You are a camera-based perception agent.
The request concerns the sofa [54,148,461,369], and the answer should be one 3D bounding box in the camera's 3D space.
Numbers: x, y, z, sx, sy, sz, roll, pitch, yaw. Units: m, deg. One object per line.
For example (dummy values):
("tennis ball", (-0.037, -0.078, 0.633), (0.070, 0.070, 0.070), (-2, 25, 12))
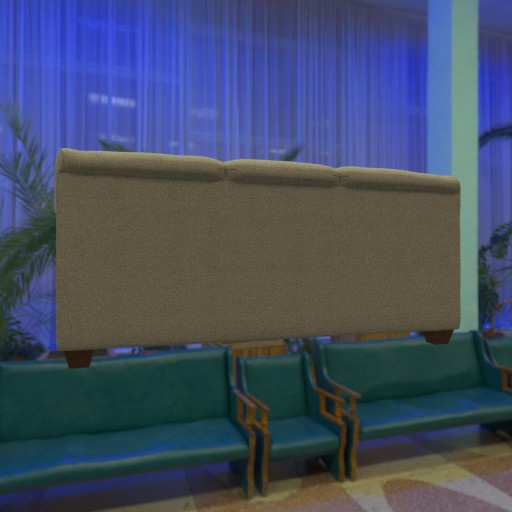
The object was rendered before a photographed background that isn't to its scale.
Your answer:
("sofa", (0.000, 0.000, 2.553), (2.024, 0.958, 0.997), (0, 0, -16))
